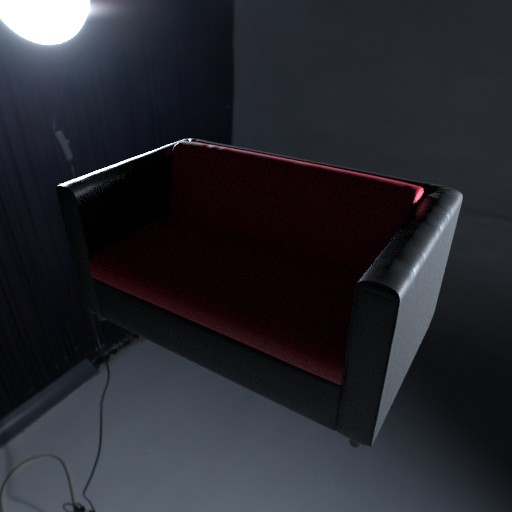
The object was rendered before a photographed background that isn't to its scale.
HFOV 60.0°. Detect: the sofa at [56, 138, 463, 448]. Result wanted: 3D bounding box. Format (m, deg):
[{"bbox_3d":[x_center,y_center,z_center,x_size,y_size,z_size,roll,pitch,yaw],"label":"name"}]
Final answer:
[{"bbox_3d":[0.000,0.000,1.911,1.410,0.735,0.845,18,34,28],"label":"sofa"}]
